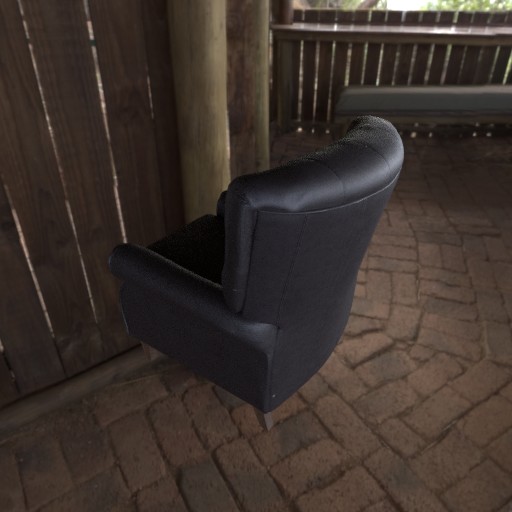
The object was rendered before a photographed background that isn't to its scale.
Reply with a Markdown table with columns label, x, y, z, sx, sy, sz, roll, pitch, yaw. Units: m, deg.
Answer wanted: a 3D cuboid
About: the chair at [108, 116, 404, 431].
| label | x | y | z | sx | sy | sz | roll | pitch | yaw |
| --- | --- | --- | --- | --- | --- | --- | --- | --- | --- |
| chair | 0.000 | 0.000 | 1.922 | 1.058 | 1.158 | 0.948 | 20 | 37 | 30 |
